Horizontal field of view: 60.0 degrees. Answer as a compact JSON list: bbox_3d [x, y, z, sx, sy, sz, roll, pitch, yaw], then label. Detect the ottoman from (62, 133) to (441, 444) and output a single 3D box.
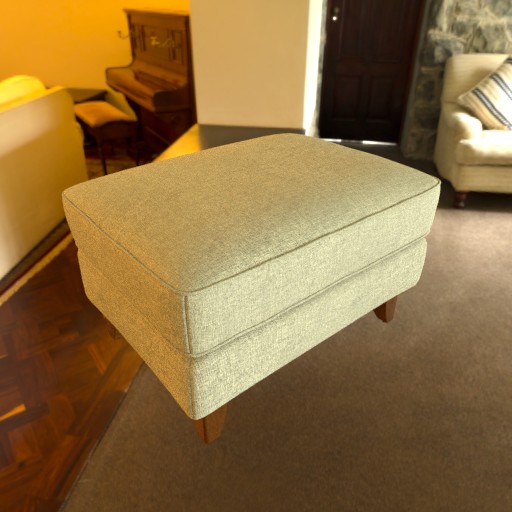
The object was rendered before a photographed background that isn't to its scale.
[{"bbox_3d":[0.000,0.000,1.329,0.889,0.561,0.661,-23,38,-33],"label":"ottoman"}]
